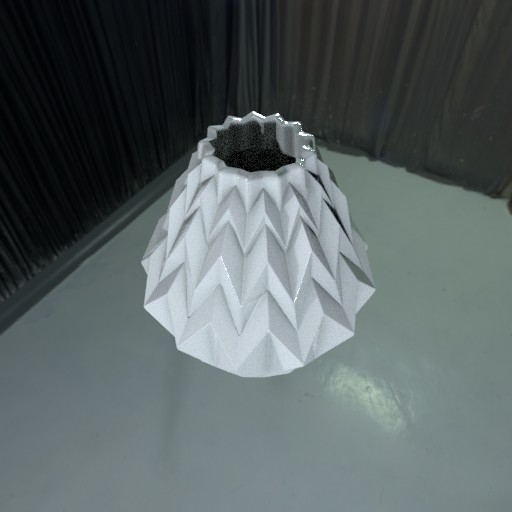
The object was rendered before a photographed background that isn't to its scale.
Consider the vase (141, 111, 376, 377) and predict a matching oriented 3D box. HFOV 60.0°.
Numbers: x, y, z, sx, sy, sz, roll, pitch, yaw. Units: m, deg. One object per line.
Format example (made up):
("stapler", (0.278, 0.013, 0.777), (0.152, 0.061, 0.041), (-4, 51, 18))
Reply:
("vase", (0.000, 0.000, 0.307), (0.164, 0.185, 0.164), (0, 48, 0))
